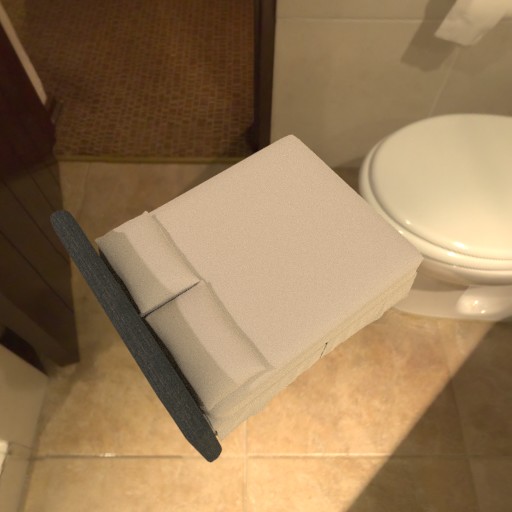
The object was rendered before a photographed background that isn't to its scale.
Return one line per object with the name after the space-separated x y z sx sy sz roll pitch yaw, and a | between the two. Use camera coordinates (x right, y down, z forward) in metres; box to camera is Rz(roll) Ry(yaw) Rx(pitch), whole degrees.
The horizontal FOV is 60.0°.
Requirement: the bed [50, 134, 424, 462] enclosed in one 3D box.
0.000 0.000 3.367 2.208 1.297 1.828 -33 65 -17 | bed
